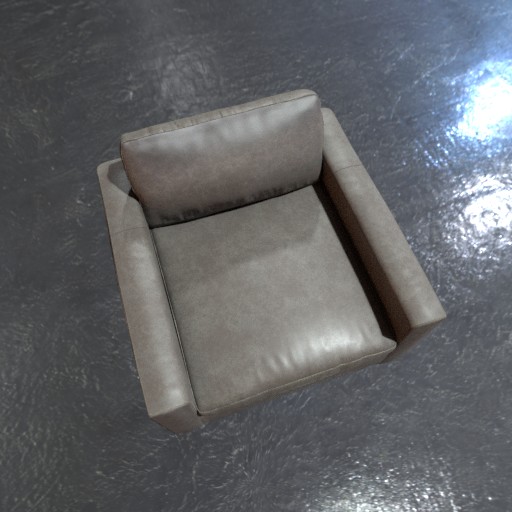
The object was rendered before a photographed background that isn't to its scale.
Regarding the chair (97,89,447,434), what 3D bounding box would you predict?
[{"bbox_3d":[0.000,0.000,1.824,1.106,0.807,1.080,-16,64,-8],"label":"chair"}]
